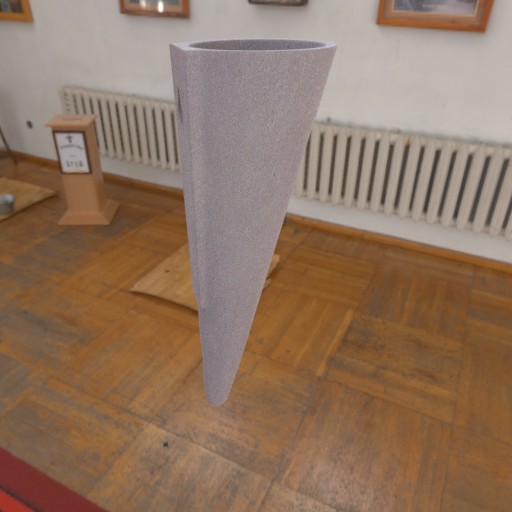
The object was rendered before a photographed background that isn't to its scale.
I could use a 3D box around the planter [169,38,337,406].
[{"bbox_3d":[0.000,0.000,0.299,0.087,0.259,0.078,-9,31,-16],"label":"planter"}]
